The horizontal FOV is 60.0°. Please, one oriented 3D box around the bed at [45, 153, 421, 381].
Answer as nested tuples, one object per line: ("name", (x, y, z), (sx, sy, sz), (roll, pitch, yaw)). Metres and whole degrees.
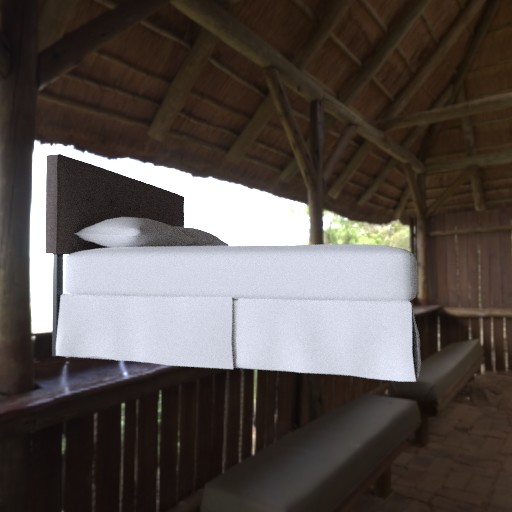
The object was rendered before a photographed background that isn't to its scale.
("bed", (0.000, 0.000, 2.851), (1.894, 1.089, 1.610), (0, -1, 16))
